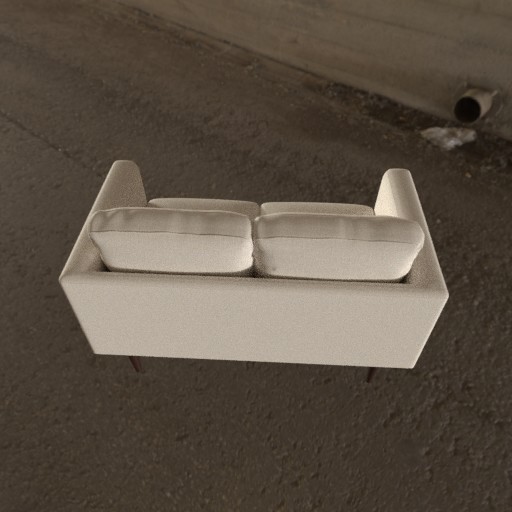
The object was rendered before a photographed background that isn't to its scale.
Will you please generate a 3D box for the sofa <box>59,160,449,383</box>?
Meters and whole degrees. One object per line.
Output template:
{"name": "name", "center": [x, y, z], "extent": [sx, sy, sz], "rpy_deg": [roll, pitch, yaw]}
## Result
{"name": "sofa", "center": [0.000, 0.000, 2.036], "extent": [1.430, 0.908, 0.796], "rpy_deg": [2, 46, 2]}
